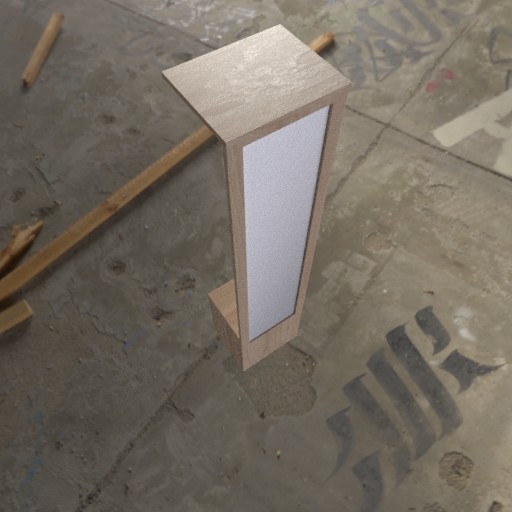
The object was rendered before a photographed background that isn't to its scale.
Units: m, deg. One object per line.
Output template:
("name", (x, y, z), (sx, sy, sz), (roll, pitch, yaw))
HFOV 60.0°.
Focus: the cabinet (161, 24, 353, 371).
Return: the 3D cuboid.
("cabinet", (0.000, 0.000, 2.023), (0.411, 1.879, 0.338), (-30, 63, -17))
